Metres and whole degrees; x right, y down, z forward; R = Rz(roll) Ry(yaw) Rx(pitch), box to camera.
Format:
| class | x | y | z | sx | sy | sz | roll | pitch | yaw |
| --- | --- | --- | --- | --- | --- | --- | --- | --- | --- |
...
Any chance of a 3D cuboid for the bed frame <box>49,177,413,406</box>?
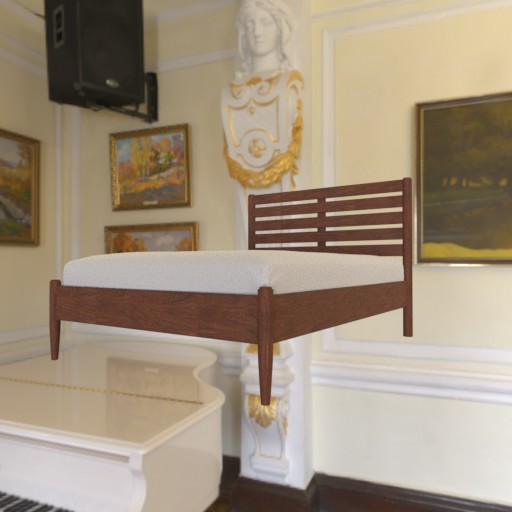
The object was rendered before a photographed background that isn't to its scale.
| class | x | y | z | sx | sy | sz | roll | pitch | yaw |
| --- | --- | --- | --- | --- | --- | --- | --- | --- | --- |
| bed frame | 0.000 | 0.000 | 3.244 | 1.655 | 1.321 | 2.234 | -1 | -1 | 34 |
